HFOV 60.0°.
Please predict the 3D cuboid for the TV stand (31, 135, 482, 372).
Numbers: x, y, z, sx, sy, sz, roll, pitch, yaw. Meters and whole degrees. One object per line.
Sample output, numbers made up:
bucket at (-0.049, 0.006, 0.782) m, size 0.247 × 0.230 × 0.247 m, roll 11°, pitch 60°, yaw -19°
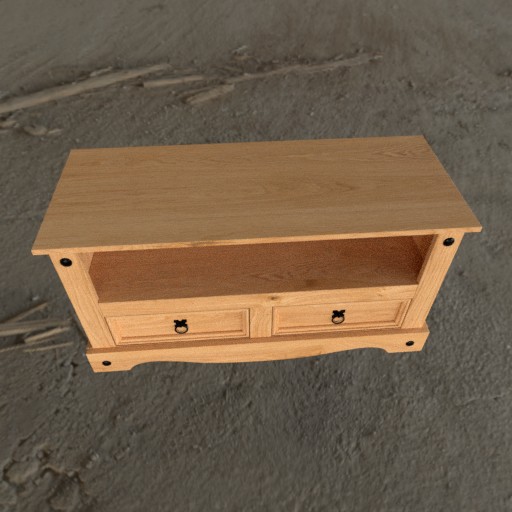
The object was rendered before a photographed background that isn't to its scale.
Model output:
TV stand at (0.000, 0.000, 1.400) m, size 1.080 × 0.550 × 0.440 m, roll -3°, pitch 45°, yaw -3°
